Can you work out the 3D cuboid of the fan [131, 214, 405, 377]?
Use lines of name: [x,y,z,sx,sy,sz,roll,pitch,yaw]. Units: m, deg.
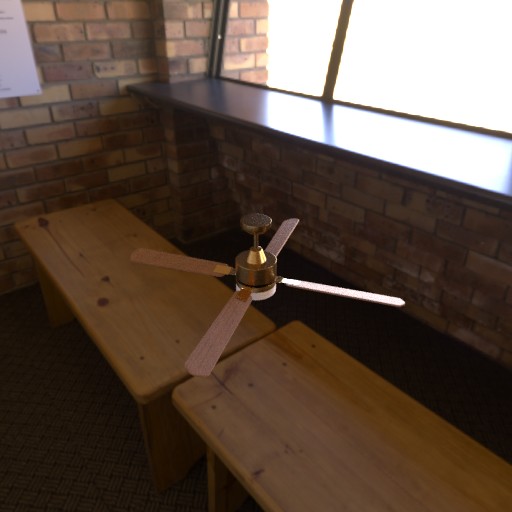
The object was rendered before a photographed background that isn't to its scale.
fan: [0.000,0.000,1.992,1.320,0.355,1.320,10,31,16]
